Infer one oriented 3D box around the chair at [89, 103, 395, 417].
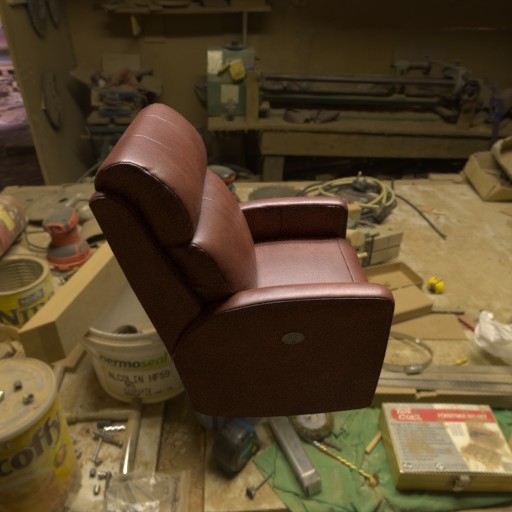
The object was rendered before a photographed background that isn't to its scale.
[{"bbox_3d":[0.000,0.000,1.710,0.939,1.016,0.787,-1,32,-2],"label":"chair"}]
